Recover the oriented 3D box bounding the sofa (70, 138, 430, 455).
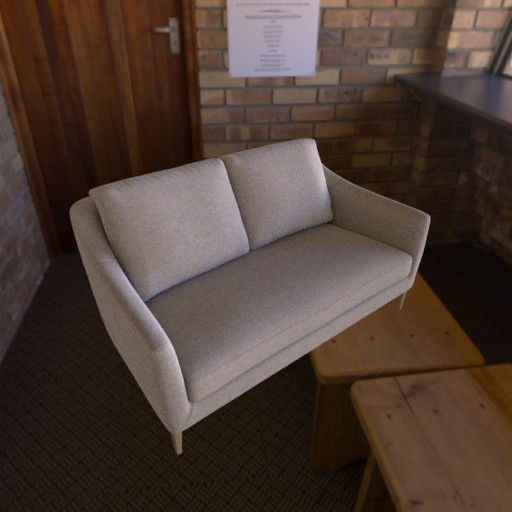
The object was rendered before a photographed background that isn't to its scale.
[{"bbox_3d":[0.000,0.000,2.252,1.619,0.904,0.960,-23,38,-33],"label":"sofa"}]
